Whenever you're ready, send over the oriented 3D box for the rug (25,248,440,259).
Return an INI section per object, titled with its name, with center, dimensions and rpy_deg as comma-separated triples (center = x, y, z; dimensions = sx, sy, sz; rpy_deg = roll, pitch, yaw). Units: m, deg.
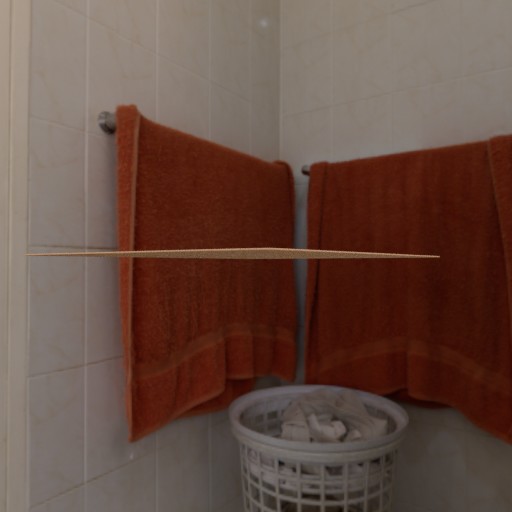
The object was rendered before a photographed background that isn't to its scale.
[rug]
center = 0.000, 0.000, 4.039
dimensions = 2.439, 0.013, 3.048
rpy_deg = -1, -1, 37
